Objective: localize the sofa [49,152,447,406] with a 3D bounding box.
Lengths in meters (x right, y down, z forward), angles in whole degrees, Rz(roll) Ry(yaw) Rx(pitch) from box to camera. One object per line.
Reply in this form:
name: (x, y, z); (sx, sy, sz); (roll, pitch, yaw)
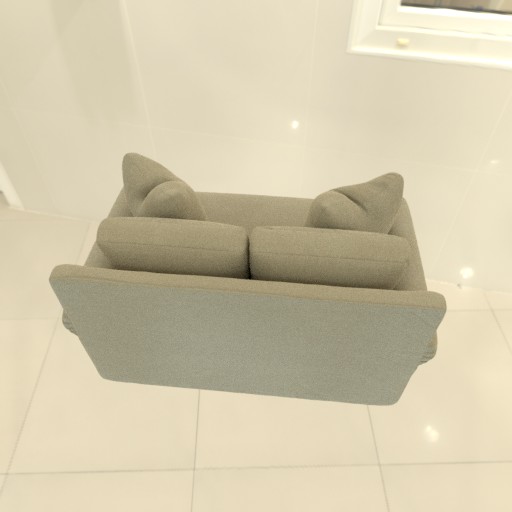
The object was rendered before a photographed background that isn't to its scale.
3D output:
sofa: (0.000, 0.000, 2.173); (1.550, 0.905, 1.070); (4, 48, 4)
